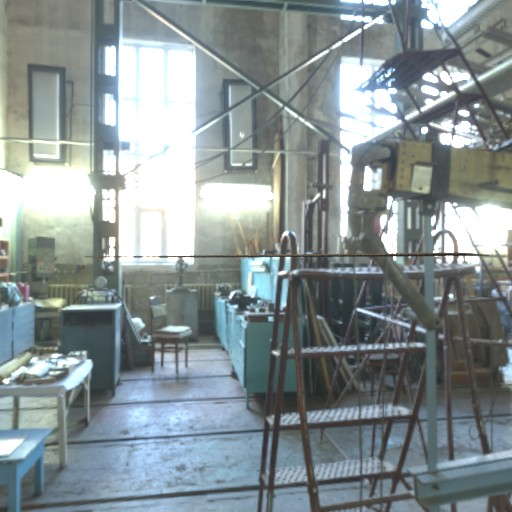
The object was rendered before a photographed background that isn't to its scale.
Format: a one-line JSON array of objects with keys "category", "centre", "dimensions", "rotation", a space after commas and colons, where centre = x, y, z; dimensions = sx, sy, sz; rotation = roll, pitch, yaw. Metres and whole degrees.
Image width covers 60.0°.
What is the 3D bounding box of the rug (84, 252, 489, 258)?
[{"category": "rug", "centre": [0.000, 0.000, 2.681], "dimensions": [2.443, 0.009, 0.706], "rotation": [0, -1, 35]}]
